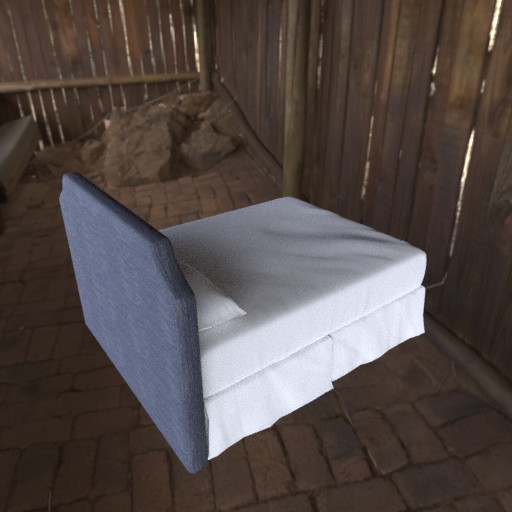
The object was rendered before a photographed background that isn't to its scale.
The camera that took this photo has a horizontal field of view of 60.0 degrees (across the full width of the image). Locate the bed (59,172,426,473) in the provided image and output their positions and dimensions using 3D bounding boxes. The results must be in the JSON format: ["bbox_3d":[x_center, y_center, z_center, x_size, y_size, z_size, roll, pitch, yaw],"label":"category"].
[{"bbox_3d":[0.000,0.000,3.181,2.116,1.290,1.693,-19,33,-32],"label":"bed"}]
